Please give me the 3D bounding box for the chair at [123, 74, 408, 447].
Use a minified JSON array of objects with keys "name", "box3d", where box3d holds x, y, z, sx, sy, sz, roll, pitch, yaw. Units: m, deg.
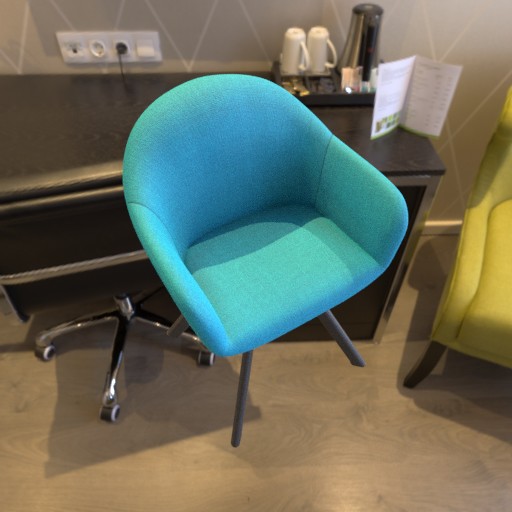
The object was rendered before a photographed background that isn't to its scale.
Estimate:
[{"name":"chair","box3d":[0.000,0.000,1.197,0.590,0.795,0.550,-24,51,-22]}]
